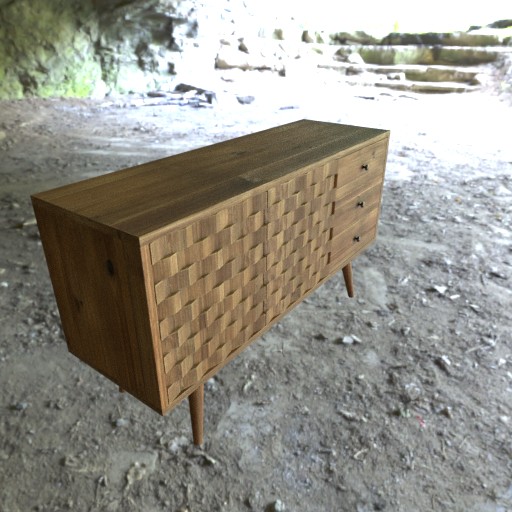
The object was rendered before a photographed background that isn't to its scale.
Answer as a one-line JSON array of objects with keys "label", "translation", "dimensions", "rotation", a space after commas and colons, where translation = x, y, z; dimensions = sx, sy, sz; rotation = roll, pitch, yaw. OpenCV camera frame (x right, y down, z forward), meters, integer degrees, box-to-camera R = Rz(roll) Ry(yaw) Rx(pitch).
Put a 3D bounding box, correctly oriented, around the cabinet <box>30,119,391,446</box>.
[{"label": "cabinet", "translation": [0.000, 0.000, 1.748], "dimensions": [0.472, 0.800, 1.400], "rotation": [19, 33, 32]}]
